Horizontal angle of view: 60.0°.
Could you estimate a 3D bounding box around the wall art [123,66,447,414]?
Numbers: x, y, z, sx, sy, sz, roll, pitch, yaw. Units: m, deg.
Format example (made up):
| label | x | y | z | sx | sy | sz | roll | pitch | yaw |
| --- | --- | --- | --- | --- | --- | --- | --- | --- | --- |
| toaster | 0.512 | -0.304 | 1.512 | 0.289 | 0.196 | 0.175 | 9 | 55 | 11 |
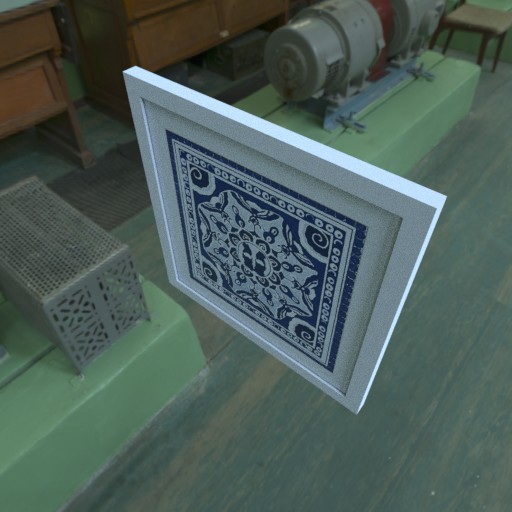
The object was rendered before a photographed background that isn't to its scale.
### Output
| label | x | y | z | sx | sy | sz | roll | pitch | yaw |
| --- | --- | --- | --- | --- | --- | --- | --- | --- | --- |
| wall art | 0.000 | 0.000 | 0.840 | 0.559 | 0.559 | 0.028 | 31 | 54 | 26 |
